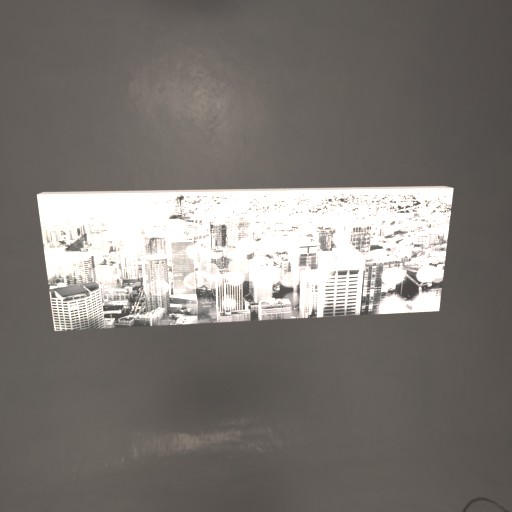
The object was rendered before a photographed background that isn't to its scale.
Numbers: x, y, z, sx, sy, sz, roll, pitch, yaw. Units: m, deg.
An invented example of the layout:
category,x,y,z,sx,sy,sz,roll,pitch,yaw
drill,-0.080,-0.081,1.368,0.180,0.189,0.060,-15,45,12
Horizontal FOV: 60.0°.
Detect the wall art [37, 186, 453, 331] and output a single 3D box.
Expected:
category,x,y,z,sx,sy,sz,roll,pitch,yaw
wall art,0.000,0.000,0.858,0.763,0.255,0.038,-2,15,-7
